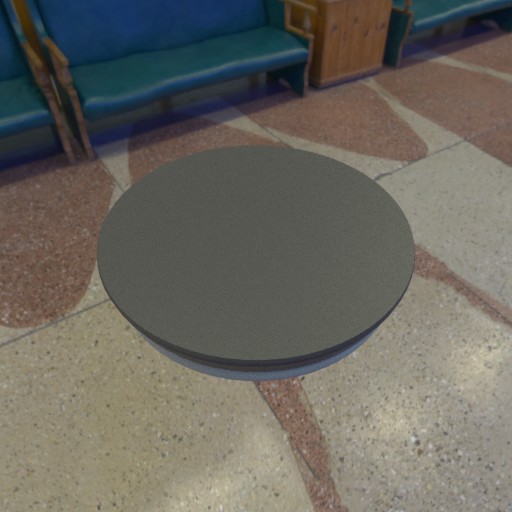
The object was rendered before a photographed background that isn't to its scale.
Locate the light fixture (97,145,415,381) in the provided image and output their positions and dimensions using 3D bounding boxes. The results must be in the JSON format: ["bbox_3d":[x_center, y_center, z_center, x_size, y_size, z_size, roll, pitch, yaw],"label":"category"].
[{"bbox_3d":[0.000,0.000,0.561,0.368,0.100,0.368,0,45,0],"label":"light fixture"}]
